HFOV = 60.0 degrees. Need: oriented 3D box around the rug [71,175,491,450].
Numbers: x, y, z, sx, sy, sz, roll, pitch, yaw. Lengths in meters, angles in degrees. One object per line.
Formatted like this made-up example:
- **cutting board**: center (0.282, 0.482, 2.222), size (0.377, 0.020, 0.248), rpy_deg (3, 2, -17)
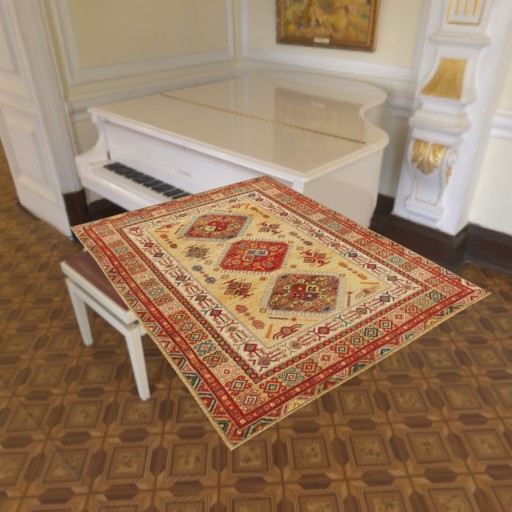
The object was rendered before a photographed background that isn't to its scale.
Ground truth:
- **rug**: center (0.000, 0.000, 4.013), size (2.460, 0.005, 3.067), rpy_deg (-20, 37, -29)
